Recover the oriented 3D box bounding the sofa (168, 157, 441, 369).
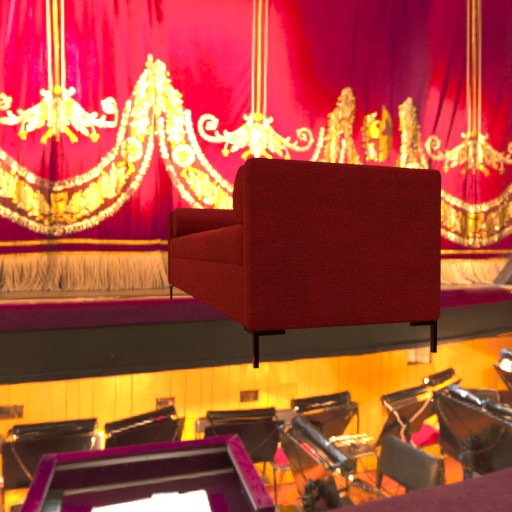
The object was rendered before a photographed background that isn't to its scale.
[{"bbox_3d":[0.000,0.000,2.331,0.686,0.635,1.981,0,1,-18],"label":"sofa"}]
